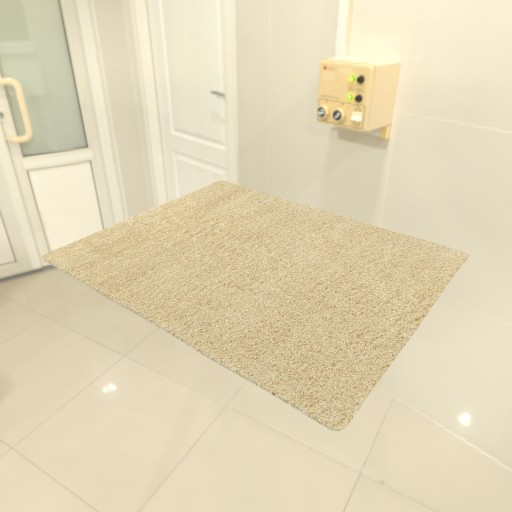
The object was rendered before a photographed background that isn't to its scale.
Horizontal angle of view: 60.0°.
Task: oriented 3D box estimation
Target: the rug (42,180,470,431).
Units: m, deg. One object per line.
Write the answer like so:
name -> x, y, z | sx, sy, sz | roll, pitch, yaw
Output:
rug -> 0.000, 0.000, 3.947 | 3.001, 0.025, 2.401 | 22, 37, 32
